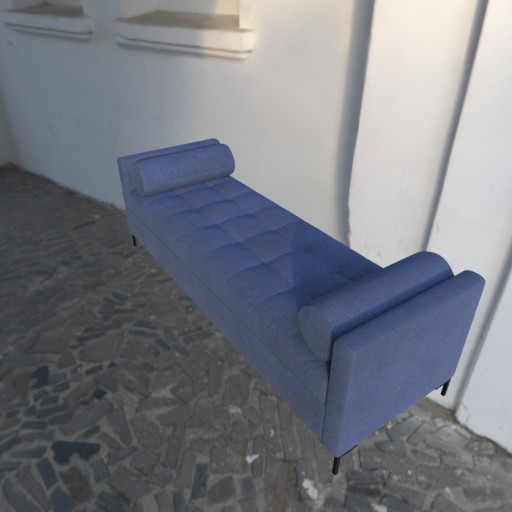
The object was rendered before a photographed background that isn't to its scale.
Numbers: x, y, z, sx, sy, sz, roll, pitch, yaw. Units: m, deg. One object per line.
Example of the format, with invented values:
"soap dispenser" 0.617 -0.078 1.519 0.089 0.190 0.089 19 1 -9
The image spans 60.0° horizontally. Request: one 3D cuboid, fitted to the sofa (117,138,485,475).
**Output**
"sofa" 0.000 0.000 2.288 0.686 0.635 1.981 -20 38 -28
